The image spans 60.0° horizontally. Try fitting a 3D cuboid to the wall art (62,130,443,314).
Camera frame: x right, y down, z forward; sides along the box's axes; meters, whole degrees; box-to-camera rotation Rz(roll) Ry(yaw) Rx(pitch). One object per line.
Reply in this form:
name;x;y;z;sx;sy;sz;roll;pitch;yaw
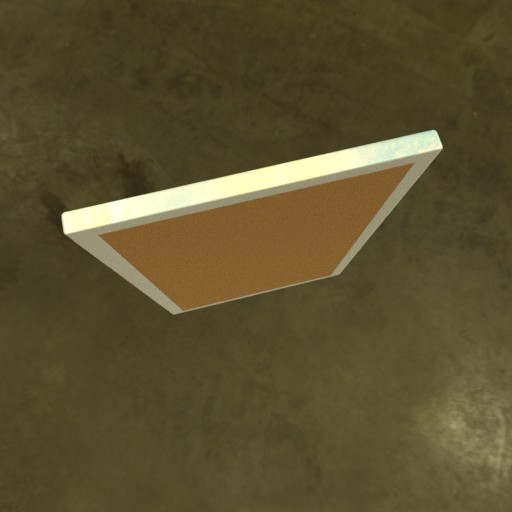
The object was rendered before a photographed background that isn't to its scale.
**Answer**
wall art;0.000;0.000;1.130;0.605;0.915;0.037;-13;75;-4
